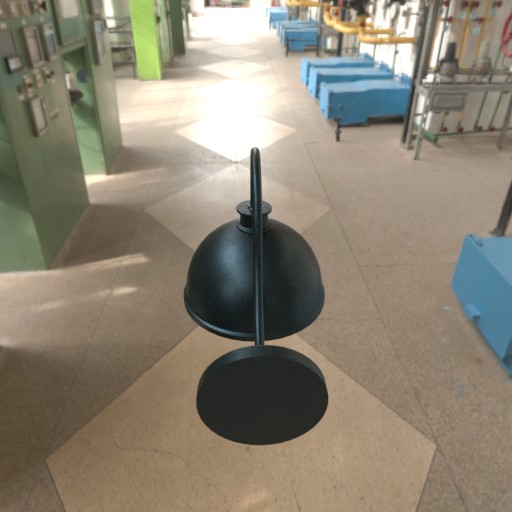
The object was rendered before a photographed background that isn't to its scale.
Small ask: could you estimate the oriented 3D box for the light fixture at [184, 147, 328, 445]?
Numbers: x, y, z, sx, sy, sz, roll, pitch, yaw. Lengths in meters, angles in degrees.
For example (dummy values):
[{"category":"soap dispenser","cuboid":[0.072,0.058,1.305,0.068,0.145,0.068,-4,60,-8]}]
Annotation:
[{"category":"light fixture","cuboid":[0.000,0.000,0.636,0.253,0.295,0.467,-1,32,-1]}]
